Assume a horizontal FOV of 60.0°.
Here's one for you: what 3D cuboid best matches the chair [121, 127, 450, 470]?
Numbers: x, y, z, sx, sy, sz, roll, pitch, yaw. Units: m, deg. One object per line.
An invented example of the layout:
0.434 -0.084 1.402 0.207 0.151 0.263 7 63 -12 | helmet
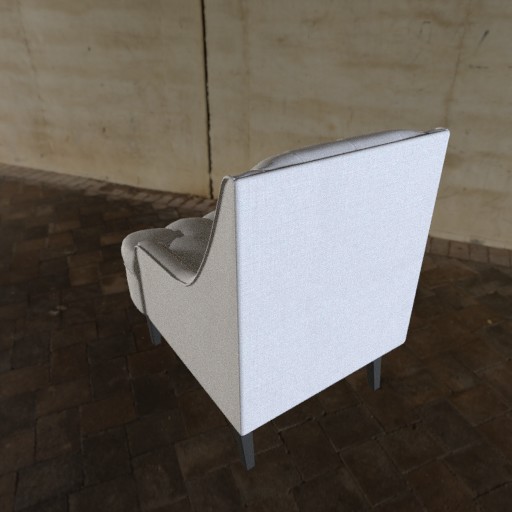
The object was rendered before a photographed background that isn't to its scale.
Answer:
0.000 0.000 1.414 0.658 0.891 0.772 -19 35 -30 | chair
